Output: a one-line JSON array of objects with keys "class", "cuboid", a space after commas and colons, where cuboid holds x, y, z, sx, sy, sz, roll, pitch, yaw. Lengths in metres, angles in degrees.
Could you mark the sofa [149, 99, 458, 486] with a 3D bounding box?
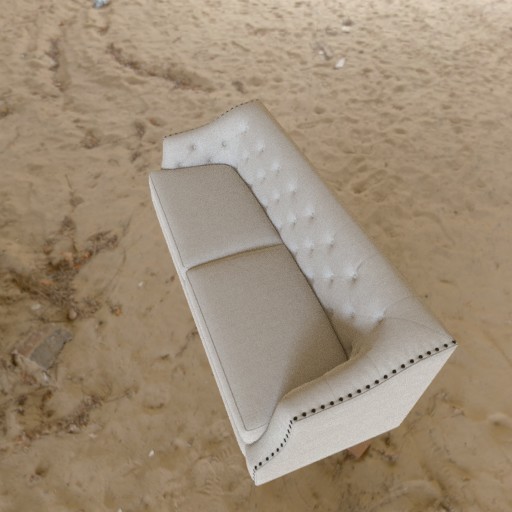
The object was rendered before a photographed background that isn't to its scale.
[{"class": "sofa", "cuboid": [0.000, 0.000, 2.688, 0.914, 0.901, 2.235, -16, 49, -14]}]
